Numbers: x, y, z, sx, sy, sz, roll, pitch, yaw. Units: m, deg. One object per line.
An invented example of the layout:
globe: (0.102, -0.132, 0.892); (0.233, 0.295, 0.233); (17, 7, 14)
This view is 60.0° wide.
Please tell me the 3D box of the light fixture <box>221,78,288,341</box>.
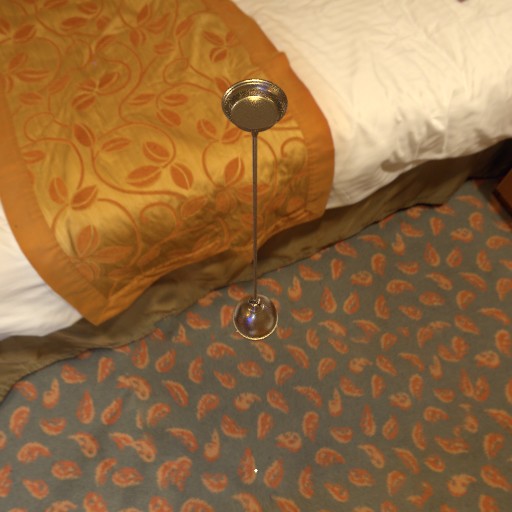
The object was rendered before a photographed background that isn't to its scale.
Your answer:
light fixture: (0.000, 0.000, 1.479); (0.217, 1.367, 0.211); (17, 65, 8)
